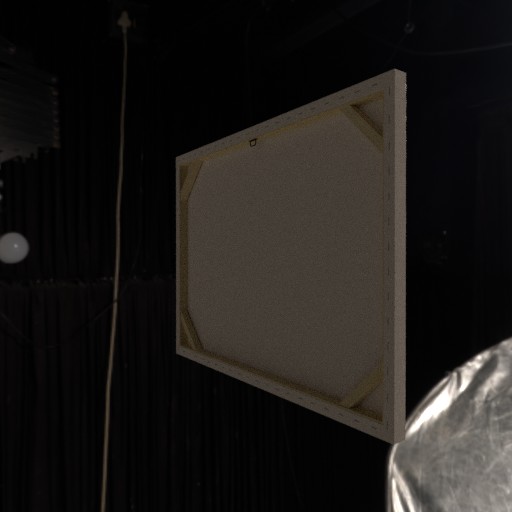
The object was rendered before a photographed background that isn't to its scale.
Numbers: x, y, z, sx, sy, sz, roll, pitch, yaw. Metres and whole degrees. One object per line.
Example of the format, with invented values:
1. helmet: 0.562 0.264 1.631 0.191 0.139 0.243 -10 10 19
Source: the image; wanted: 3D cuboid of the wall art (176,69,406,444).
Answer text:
1. wall art: 0.000 0.000 1.322 0.038 0.762 1.016 0 0 -36
